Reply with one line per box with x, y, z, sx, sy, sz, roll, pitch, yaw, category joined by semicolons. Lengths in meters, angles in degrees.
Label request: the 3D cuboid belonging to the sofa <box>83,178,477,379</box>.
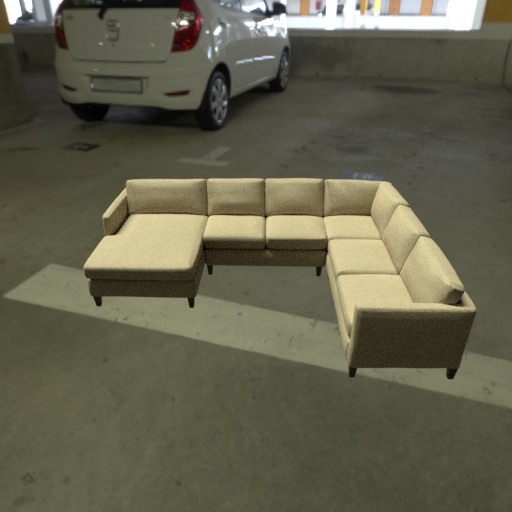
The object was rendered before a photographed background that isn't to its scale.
0.000;0.000;4.618;3.460;0.959;2.593;1;29;1;sofa
